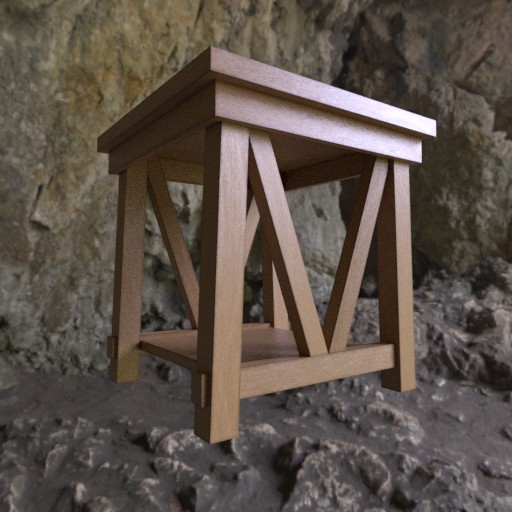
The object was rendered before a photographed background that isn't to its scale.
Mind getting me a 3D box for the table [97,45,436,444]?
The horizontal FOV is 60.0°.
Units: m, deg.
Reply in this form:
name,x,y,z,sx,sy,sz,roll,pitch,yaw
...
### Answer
name,x,y,z,sx,sy,sz,roll,pitch,yaw
table,0.000,0.000,1.111,0.612,0.638,0.610,1,-2,-36
